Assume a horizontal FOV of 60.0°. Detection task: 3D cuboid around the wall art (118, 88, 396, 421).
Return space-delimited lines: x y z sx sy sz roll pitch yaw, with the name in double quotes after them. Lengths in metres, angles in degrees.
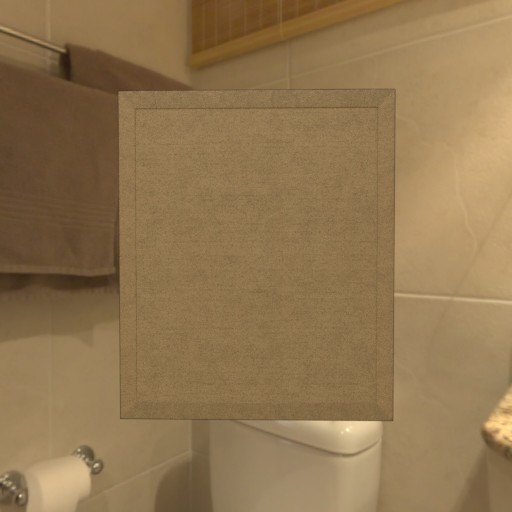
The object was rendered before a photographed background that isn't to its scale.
0.000 0.000 0.624 0.381 0.457 0.023 0 1 1 "wall art"
